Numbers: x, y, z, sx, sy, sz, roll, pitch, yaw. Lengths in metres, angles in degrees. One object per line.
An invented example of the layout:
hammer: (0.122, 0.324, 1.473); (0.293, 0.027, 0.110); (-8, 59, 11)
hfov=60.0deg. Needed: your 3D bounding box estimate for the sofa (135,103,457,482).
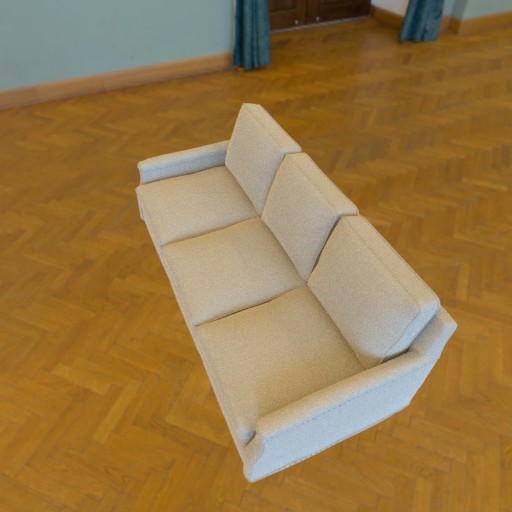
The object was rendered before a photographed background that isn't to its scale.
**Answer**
sofa: (0.000, 0.000, 2.803); (1.084, 1.003, 2.246); (-18, 49, -16)
